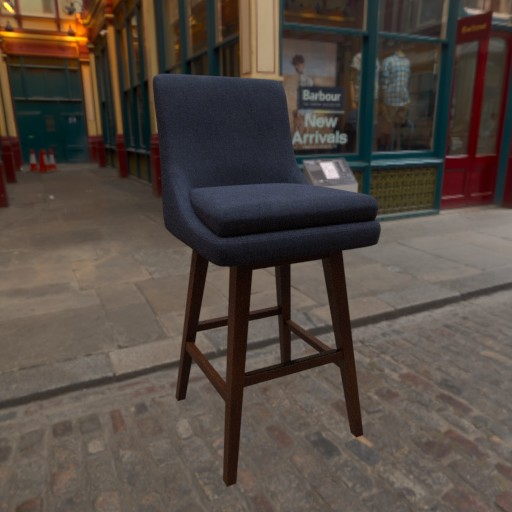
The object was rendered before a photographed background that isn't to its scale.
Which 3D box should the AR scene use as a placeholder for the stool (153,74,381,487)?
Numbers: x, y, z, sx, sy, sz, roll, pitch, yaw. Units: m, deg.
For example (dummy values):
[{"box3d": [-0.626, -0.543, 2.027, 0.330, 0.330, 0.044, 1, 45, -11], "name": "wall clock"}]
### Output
[{"box3d": [0.000, 0.000, 1.350, 0.489, 1.068, 0.572, -8, 18, -26], "name": "stool"}]
